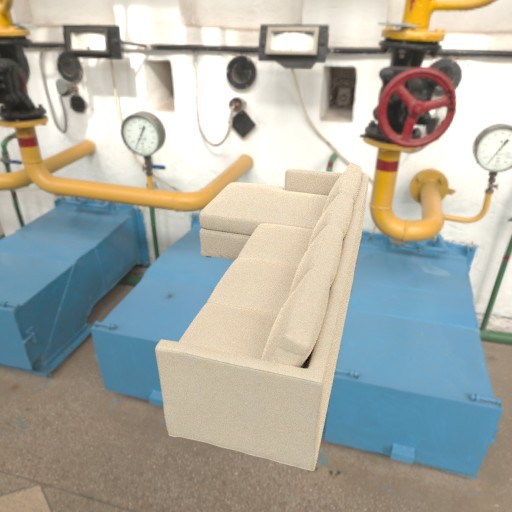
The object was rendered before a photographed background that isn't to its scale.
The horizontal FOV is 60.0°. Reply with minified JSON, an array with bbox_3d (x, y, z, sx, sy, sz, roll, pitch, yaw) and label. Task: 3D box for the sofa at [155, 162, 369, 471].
[{"bbox_3d":[0.000,0.000,3.842,1.650,0.922,3.205,8,31,14],"label":"sofa"}]
